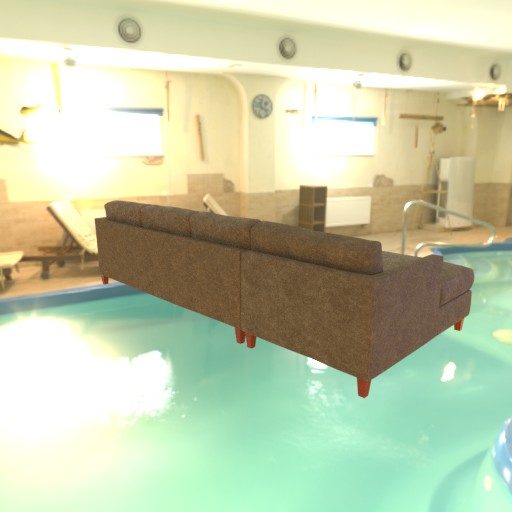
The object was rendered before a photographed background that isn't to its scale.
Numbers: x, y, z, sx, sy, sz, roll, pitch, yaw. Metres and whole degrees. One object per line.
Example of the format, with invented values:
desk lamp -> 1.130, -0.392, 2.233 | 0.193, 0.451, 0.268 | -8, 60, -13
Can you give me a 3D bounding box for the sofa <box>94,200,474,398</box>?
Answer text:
sofa -> 0.000, 0.000, 4.242 | 1.606, 0.954, 3.471 | -13, 18, -43
